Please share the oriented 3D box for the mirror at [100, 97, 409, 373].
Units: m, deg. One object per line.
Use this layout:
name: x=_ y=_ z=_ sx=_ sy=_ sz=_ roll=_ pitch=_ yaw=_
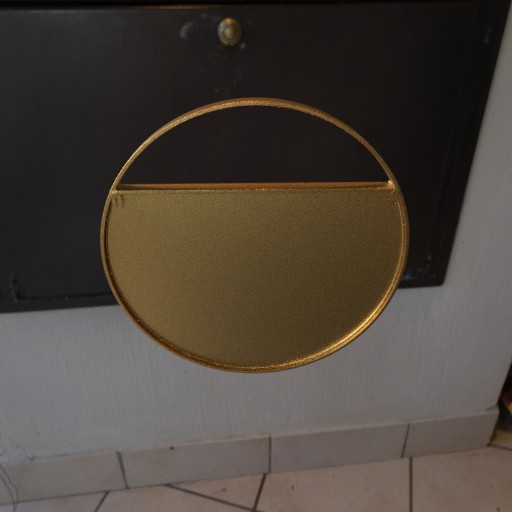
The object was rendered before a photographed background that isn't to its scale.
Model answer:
mirror: x=0.000 y=0.000 z=0.835 sx=0.565 sy=0.565 sz=0.032 roll=-1 pitch=29 yaw=-1
